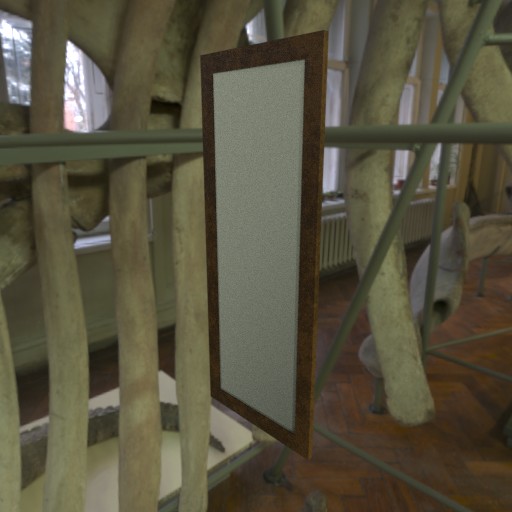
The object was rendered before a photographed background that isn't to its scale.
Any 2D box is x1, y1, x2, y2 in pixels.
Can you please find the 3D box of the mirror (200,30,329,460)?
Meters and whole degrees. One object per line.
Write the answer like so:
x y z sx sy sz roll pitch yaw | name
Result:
0.000 0.000 2.324 0.032 2.031 0.812 -14 21 -42 | mirror
